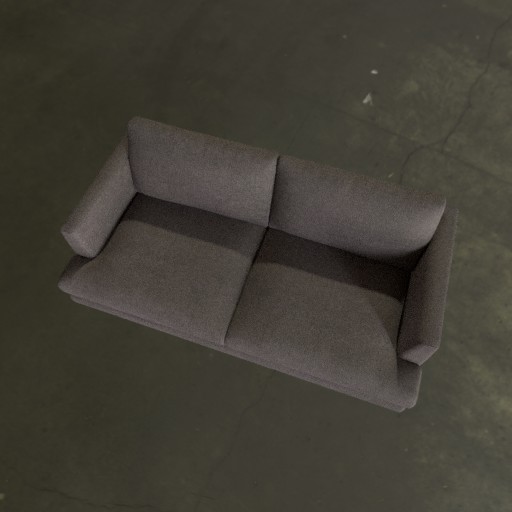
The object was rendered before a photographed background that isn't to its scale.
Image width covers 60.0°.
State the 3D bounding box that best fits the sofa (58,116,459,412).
[{"bbox_3d":[0.000,0.000,2.451,1.948,0.868,1.020,17,61,10],"label":"sofa"}]
